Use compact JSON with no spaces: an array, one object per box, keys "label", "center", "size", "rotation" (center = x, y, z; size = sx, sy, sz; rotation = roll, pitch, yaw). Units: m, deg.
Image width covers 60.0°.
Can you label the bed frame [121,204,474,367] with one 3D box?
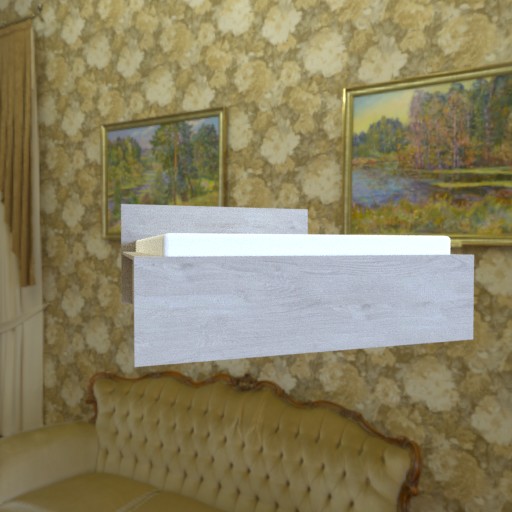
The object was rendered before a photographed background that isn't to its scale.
[{"label":"bed frame","center":[0.000,0.000,2.866],"size":[1.622,0.800,1.960],"rotation":[0,1,-18]}]
